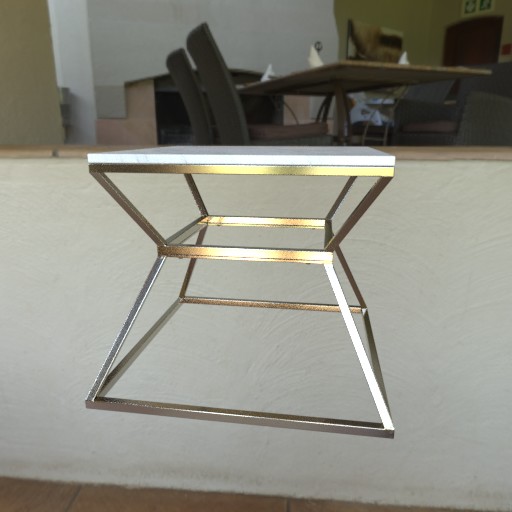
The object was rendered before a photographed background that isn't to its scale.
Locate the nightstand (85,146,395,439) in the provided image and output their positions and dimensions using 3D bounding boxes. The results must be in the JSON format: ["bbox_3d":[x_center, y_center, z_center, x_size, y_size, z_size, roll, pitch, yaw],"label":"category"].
[{"bbox_3d":[0.000,0.000,0.913,0.513,0.426,0.514,2,16,9],"label":"nightstand"}]
